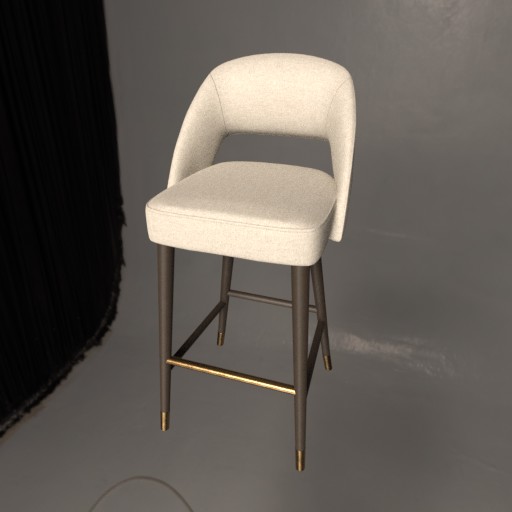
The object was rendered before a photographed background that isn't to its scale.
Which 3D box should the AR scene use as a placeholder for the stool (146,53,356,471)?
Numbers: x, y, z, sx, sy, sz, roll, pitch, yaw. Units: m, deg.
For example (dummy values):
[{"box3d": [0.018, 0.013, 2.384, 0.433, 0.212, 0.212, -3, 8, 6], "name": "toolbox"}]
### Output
[{"box3d": [0.000, 0.000, 1.272, 0.494, 1.037, 0.509, 9, 29, 17], "name": "stool"}]
